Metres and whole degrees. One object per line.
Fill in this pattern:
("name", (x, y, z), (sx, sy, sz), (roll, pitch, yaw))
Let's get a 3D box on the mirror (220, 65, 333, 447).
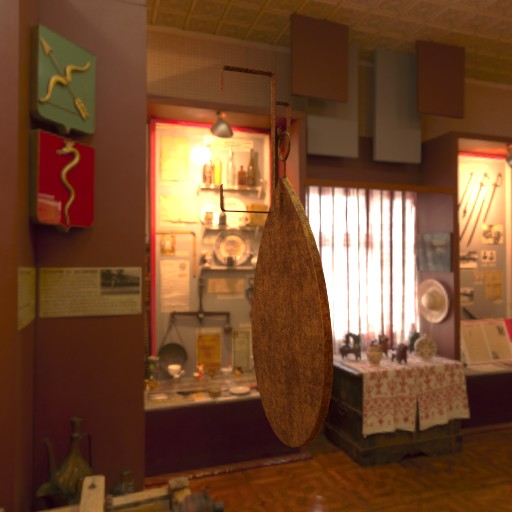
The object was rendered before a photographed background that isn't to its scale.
("mirror", (0.000, 0.000, 0.889), (0.144, 0.744, 0.405), (0, -1, -17))
